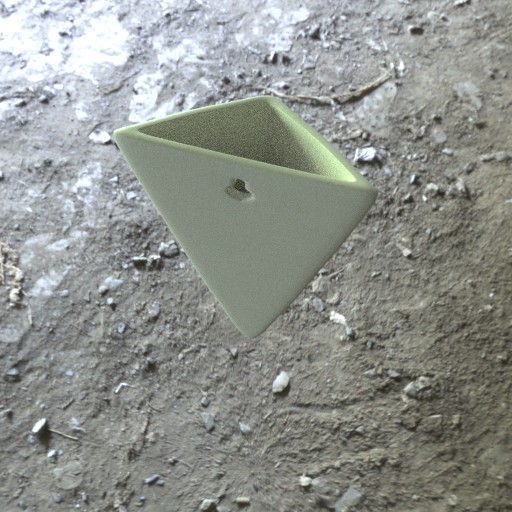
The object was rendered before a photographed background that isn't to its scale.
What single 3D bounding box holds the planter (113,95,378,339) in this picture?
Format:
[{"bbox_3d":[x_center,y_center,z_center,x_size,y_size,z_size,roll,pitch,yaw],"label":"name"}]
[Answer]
[{"bbox_3d":[0.000,0.000,0.391,0.143,0.338,0.065,14,65,7],"label":"planter"}]
